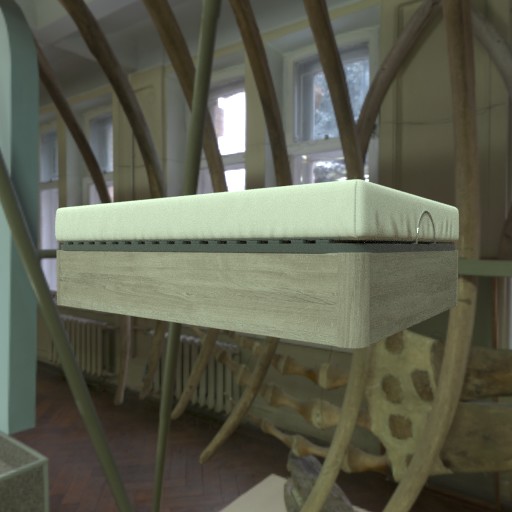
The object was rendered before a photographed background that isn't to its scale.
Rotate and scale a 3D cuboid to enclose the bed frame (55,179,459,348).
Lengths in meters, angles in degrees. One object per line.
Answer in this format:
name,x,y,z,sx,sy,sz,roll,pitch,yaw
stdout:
bed frame,0.000,0.000,2.549,1.900,0.561,1.400,1,2,37
